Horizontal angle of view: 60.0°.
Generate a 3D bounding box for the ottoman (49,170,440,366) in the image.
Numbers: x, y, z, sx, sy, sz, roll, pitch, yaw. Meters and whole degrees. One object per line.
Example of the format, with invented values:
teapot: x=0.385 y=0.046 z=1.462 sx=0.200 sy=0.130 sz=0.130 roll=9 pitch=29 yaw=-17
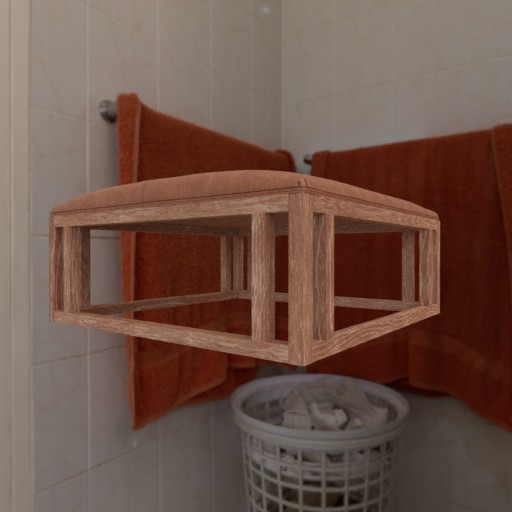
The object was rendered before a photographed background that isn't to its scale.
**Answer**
ottoman: x=0.000 y=0.000 z=1.605 sx=1.013 sy=0.442 sz=1.016 roll=0 pitch=0 yaw=37
